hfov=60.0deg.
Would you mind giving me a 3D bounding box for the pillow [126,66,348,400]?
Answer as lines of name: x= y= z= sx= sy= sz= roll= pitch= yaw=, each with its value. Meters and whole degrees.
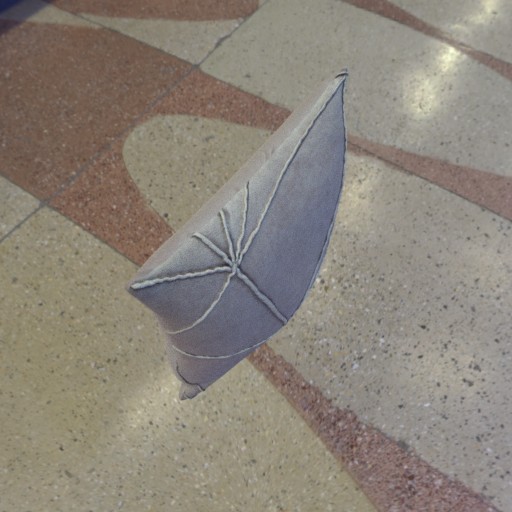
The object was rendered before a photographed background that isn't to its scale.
pillow: x=0.000 y=0.000 z=0.701 sx=0.185 sy=0.440 sz=0.439 roll=32 pitch=64 yaw=18
